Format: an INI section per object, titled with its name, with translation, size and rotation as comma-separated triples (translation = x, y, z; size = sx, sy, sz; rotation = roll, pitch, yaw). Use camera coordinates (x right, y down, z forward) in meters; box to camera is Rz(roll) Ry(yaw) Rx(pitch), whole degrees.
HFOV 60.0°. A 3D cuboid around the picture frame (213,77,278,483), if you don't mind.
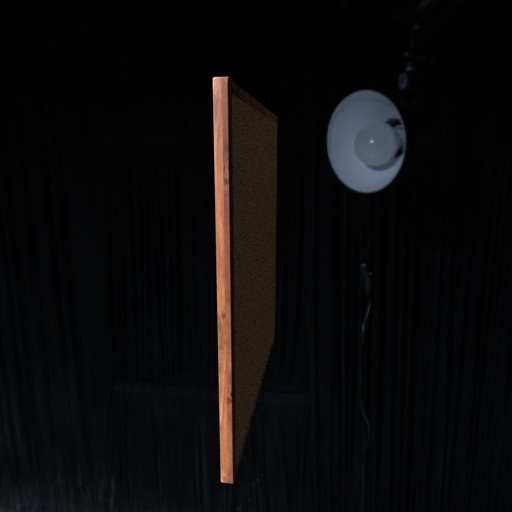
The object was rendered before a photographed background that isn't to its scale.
[picture frame]
translation = 0.000, 0.000, 1.248
size = 0.029, 0.817, 0.810
rotation = 2, 13, 9
